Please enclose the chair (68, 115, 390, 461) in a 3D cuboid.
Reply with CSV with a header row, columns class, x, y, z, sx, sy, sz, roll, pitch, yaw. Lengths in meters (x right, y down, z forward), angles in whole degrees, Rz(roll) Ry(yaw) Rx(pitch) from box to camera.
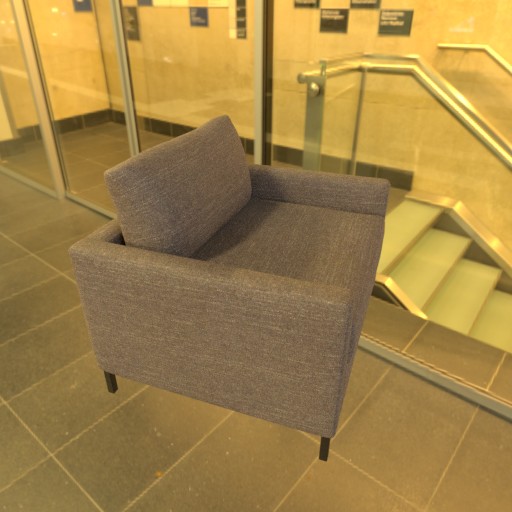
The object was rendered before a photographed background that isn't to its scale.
class,x,y,z,sx,sy,sz,roll,pitch,yaw
chair,0.000,0.000,1.616,0.845,0.841,0.940,11,32,18
